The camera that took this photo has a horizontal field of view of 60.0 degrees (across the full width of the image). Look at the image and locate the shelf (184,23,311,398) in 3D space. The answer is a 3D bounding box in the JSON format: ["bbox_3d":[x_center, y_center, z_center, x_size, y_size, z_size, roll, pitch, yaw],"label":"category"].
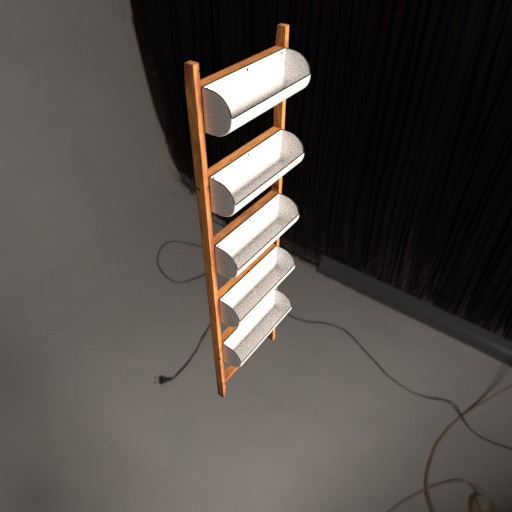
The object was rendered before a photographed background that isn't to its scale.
[{"bbox_3d":[0.000,0.000,1.784,0.141,1.600,0.454,26,48,26],"label":"shelf"}]
